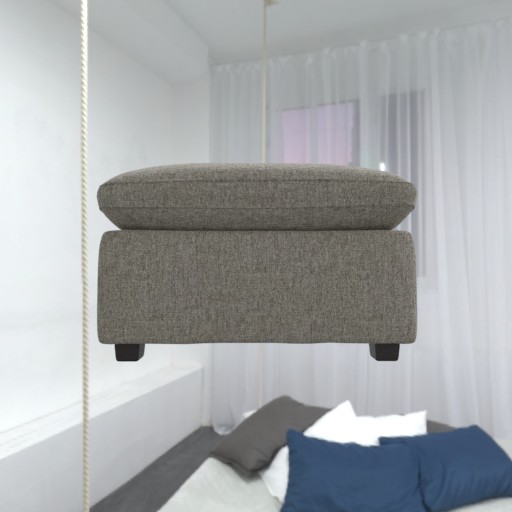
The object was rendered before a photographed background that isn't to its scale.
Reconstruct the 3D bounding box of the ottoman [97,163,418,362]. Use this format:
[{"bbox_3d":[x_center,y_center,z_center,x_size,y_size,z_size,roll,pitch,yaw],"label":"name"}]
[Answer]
[{"bbox_3d":[0.000,0.000,1.357,0.694,0.451,0.977,0,-1,0],"label":"ottoman"}]
